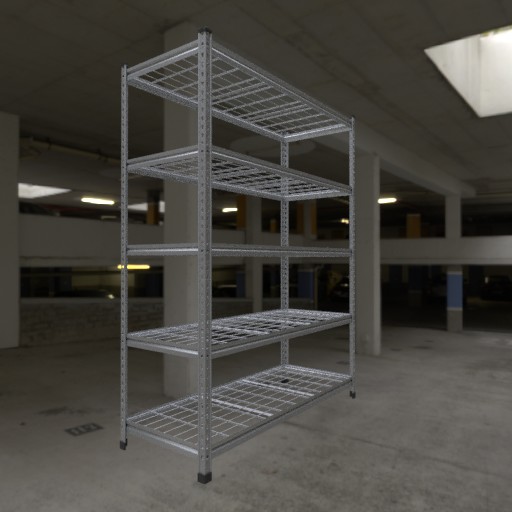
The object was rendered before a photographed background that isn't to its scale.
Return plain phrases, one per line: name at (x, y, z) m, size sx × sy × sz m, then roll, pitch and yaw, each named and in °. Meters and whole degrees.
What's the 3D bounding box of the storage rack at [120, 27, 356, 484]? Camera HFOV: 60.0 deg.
storage rack at (0.000, 0.000, 2.704) m, size 0.610 × 1.981 × 1.524 m, roll 0°, pitch -1°, yaw 37°
